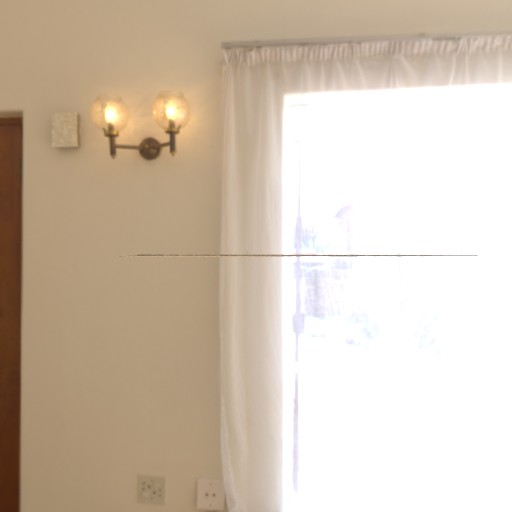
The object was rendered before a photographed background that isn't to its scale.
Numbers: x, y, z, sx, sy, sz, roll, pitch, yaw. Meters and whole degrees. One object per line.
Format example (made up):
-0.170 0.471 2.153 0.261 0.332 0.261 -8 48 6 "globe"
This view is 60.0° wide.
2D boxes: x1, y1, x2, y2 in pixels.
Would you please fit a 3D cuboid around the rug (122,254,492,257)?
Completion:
0.000 0.000 4.323 2.464 0.010 3.327 0 0 -19 "rug"
